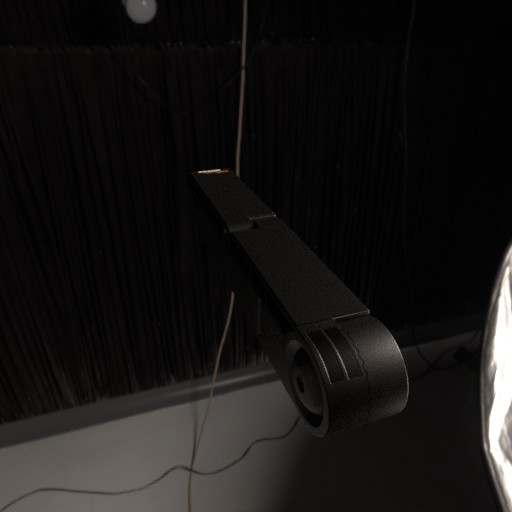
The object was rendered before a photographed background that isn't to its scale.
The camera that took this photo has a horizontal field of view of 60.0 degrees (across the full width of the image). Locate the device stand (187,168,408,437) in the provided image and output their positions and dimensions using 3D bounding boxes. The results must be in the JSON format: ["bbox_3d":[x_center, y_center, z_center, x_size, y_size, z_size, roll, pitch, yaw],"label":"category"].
[{"bbox_3d":[0.000,0.000,0.191,0.026,0.030,0.179,-10,30,-17],"label":"device stand"}]
